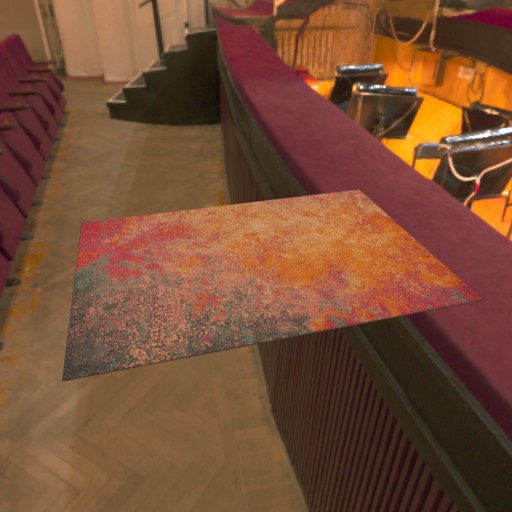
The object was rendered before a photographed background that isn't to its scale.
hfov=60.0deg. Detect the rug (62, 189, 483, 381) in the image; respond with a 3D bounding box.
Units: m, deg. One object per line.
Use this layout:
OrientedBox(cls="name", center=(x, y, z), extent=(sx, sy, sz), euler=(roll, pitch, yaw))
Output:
OrientedBox(cls="rug", center=(0.000, 0.000, 3.715), extent=(2.896, 0.013, 2.007), euler=(-8, 34, -13))
